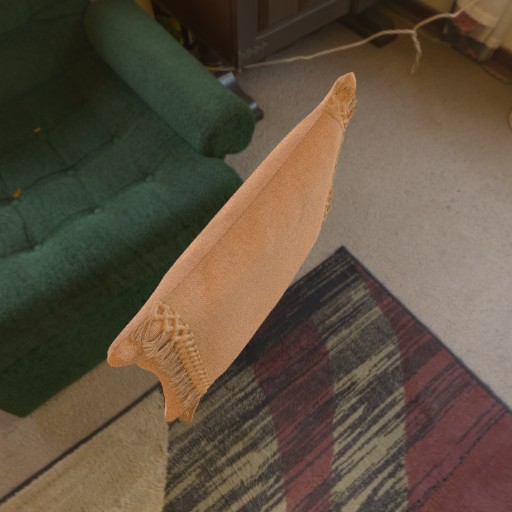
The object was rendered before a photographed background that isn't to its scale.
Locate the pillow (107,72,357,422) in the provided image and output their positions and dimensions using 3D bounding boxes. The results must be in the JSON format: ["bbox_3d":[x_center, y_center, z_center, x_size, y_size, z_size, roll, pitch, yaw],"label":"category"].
[{"bbox_3d":[0.000,0.000,0.610,0.084,0.305,0.466,30,64,16],"label":"pillow"}]
